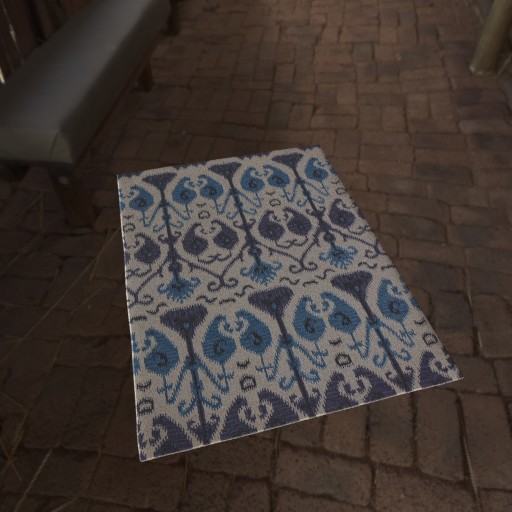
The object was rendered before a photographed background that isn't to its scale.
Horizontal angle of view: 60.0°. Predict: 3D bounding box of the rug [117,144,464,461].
[{"bbox_3d":[0.000,0.000,4.216,2.443,0.024,3.228,-11,49,-10],"label":"rug"}]
